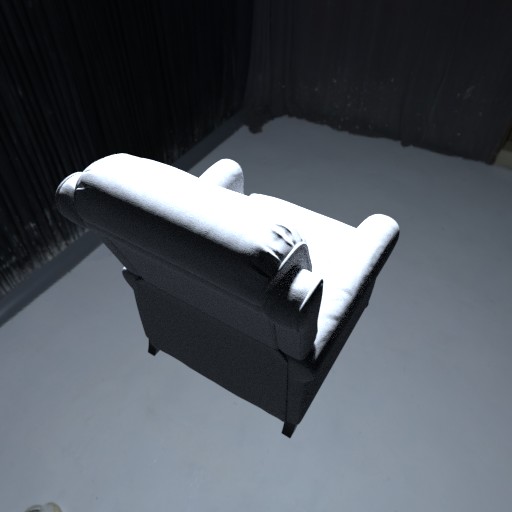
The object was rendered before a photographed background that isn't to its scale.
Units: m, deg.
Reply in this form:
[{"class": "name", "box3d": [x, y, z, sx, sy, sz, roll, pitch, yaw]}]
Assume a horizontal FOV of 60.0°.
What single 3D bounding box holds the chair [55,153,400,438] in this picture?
[{"class": "chair", "box3d": [0.000, 0.000, 1.667, 0.859, 1.046, 0.919, 24, 50, 22]}]
